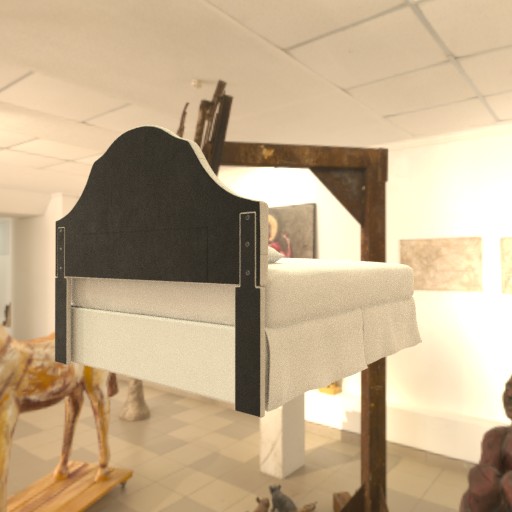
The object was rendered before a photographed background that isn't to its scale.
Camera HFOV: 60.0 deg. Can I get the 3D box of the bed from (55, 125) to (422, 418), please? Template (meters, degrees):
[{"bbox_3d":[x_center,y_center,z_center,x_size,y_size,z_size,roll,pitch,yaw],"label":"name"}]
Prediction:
[{"bbox_3d":[0.000,0.000,3.757,2.039,1.617,2.477,0,0,37],"label":"bed"}]
